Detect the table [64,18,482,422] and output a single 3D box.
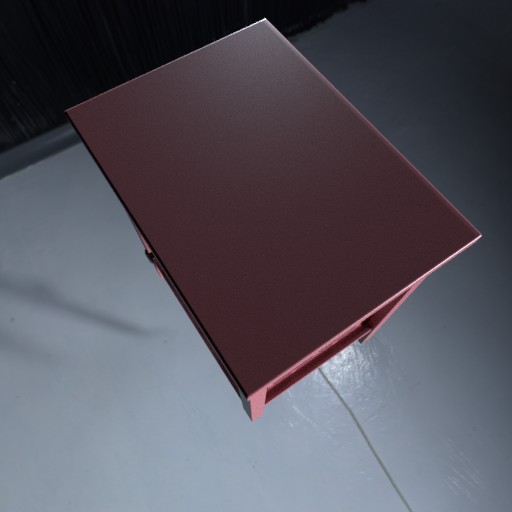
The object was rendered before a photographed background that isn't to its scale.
[{"bbox_3d":[0.000,0.000,1.055,0.451,0.686,0.599,-31,69,-14],"label":"table"}]
